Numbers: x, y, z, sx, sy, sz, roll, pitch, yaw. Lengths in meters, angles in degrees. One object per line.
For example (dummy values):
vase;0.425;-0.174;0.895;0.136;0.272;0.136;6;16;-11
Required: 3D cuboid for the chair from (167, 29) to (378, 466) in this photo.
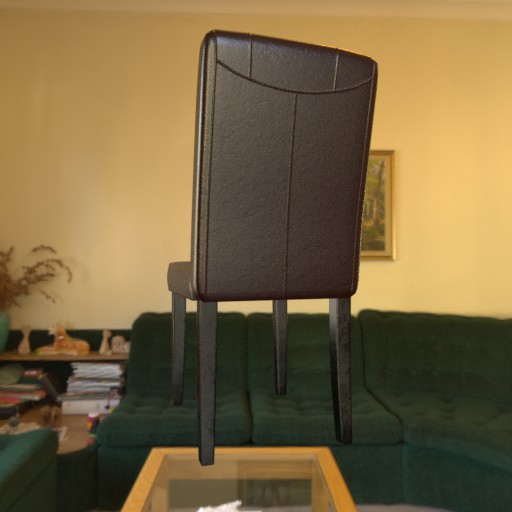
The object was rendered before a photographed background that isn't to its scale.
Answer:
chair;0.000;0.000;1.171;0.399;0.897;0.556;0;-1;-19
